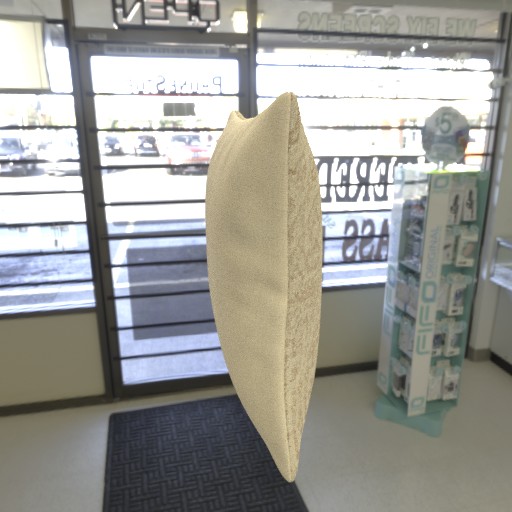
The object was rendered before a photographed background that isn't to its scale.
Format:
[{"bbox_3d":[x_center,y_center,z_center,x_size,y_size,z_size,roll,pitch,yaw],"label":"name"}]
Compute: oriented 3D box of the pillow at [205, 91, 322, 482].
[{"bbox_3d":[0.000,0.000,0.782,0.166,0.510,0.523,-3,16,-9],"label":"pillow"}]
